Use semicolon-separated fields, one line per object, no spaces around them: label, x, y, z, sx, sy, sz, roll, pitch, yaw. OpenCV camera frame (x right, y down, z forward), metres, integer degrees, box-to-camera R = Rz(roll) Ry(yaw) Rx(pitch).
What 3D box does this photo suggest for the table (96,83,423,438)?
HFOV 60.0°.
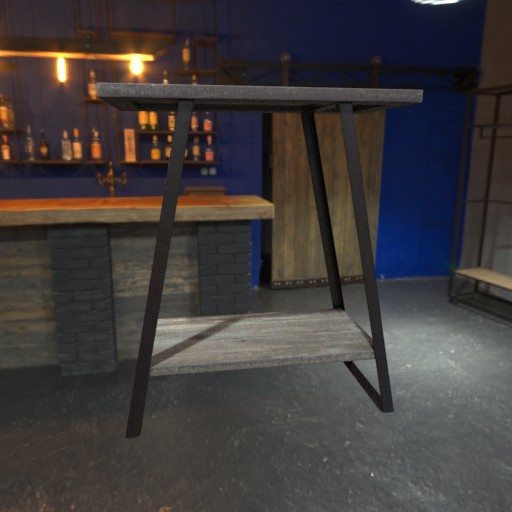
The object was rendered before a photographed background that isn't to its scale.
table;0.000;0.000;1.025;0.599;0.701;0.300;-2;14;-9
